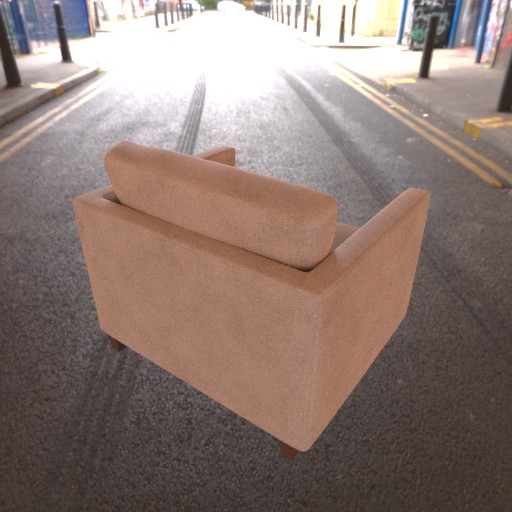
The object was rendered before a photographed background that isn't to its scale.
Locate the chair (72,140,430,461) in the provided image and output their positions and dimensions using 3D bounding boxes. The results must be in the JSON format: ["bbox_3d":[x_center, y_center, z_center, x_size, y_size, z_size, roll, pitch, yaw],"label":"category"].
[{"bbox_3d":[0.000,0.000,1.893,1.133,0.961,0.959,20,36,31],"label":"chair"}]
